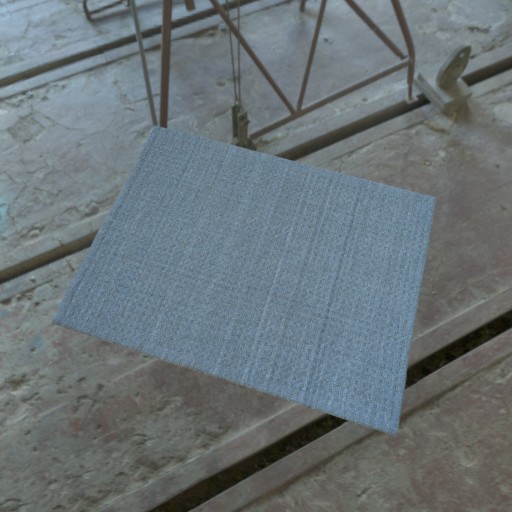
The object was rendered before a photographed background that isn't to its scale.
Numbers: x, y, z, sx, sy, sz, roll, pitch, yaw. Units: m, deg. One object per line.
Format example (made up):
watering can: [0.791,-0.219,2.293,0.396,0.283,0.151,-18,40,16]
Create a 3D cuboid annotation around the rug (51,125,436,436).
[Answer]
rug: [0.000,0.000,4.347,3.200,0.007,2.443,16,66,7]
